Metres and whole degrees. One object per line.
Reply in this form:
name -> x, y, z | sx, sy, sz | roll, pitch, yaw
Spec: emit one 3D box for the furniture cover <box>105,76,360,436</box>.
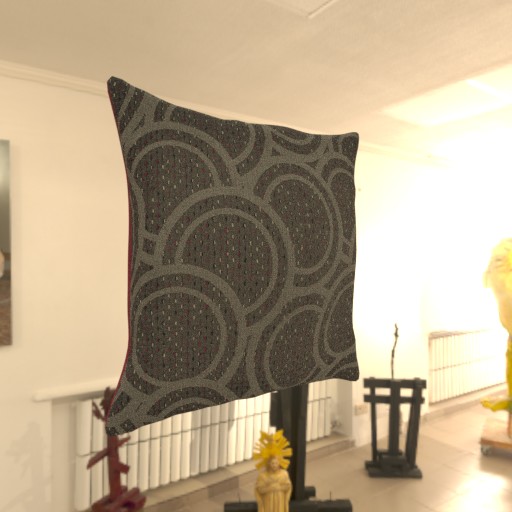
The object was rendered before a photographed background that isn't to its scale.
furniture cover -> 0.000, 0.000, 0.772 | 0.514, 0.513, 0.163 | 0, 0, -35
